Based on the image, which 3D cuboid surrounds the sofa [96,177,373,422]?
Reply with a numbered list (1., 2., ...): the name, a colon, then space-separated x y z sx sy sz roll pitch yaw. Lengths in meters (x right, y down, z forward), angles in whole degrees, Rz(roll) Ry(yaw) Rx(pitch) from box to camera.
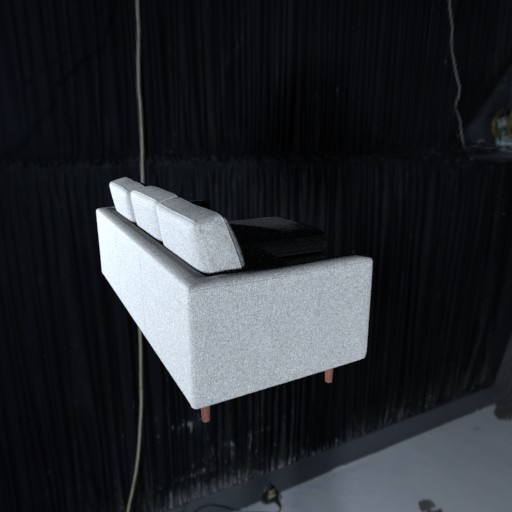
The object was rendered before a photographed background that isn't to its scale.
1. sofa: 0.000 0.000 2.933 1.667 0.957 2.055 -8 18 -27
